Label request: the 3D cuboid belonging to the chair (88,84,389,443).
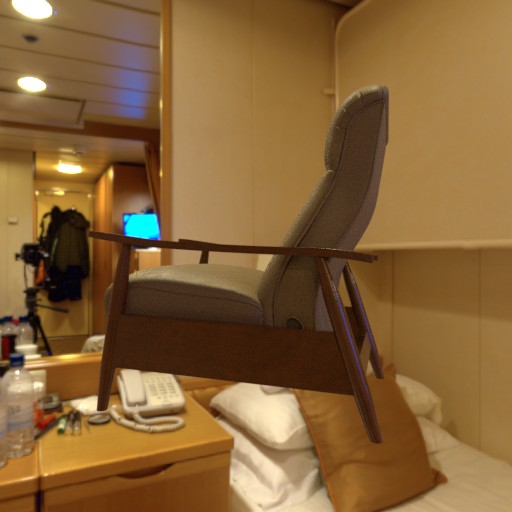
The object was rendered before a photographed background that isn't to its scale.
[{"bbox_3d":[0.000,0.000,1.766,1.014,1.082,0.762,0,0,17],"label":"chair"}]
